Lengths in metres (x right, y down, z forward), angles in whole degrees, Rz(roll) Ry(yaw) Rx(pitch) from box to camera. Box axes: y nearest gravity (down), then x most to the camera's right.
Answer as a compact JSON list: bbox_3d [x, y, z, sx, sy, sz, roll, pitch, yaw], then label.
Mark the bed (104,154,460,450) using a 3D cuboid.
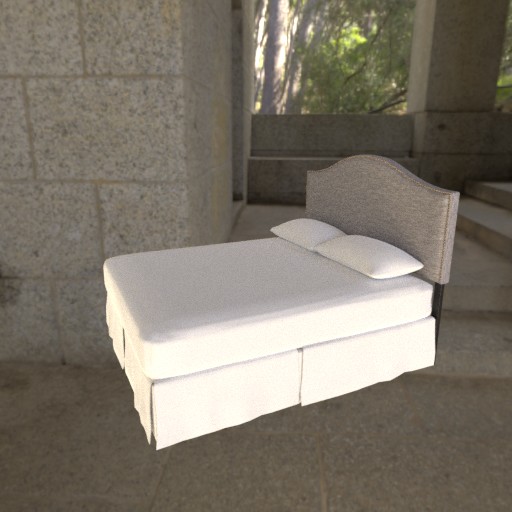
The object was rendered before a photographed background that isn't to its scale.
[{"bbox_3d":[0.000,0.000,2.986,1.870,1.295,1.610,-7,17,-24],"label":"bed"}]
